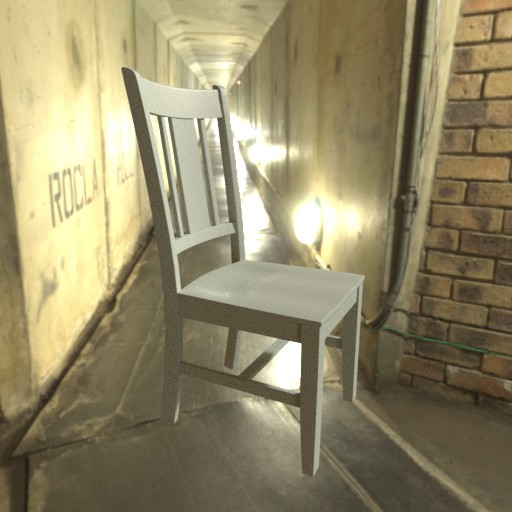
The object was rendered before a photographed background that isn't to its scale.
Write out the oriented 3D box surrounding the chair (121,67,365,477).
[{"bbox_3d":[0.000,0.000,1.289,0.555,0.998,0.450,8,17,26],"label":"chair"}]
